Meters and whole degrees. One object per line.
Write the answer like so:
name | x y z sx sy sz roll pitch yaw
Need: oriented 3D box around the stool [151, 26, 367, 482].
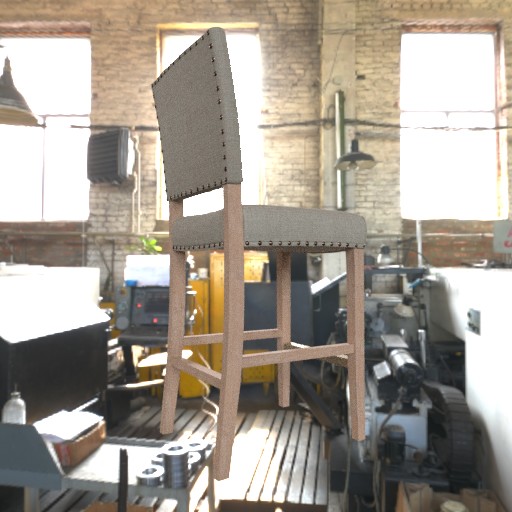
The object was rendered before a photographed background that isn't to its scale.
stool | 0.000 0.000 1.450 0.585 1.173 0.445 1 -1 -33
